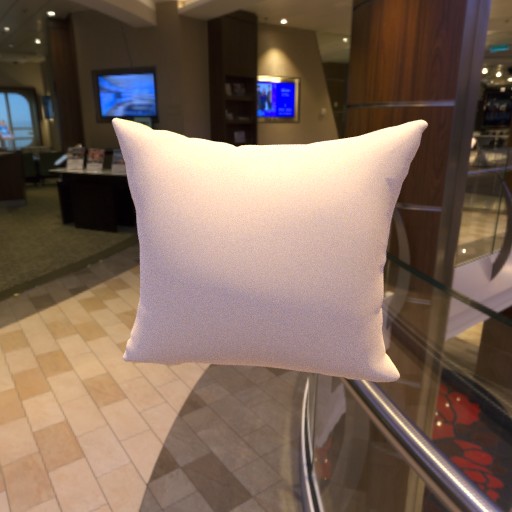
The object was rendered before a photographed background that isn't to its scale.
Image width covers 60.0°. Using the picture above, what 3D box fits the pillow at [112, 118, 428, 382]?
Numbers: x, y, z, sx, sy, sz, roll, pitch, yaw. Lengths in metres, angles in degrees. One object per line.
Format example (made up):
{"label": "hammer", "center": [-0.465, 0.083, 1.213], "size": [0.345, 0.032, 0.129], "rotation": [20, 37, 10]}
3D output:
{"label": "pillow", "center": [0.000, 0.000, 0.819], "size": [0.560, 0.487, 0.229], "rotation": [2, 17, 7]}
